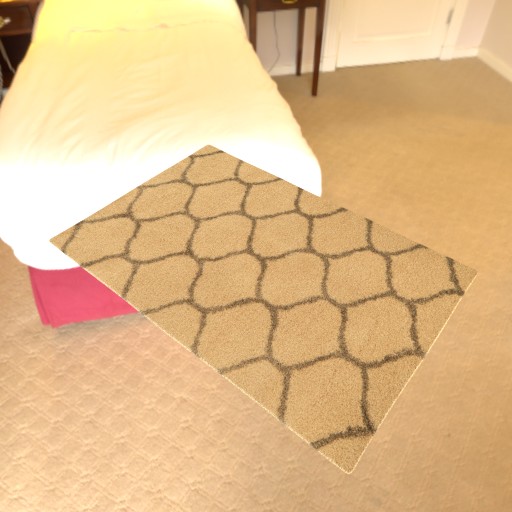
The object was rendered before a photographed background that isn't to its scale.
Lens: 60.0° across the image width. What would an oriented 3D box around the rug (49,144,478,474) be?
[{"bbox_3d":[0.000,0.000,3.320,2.701,0.026,1.801,30,53,26],"label":"rug"}]
